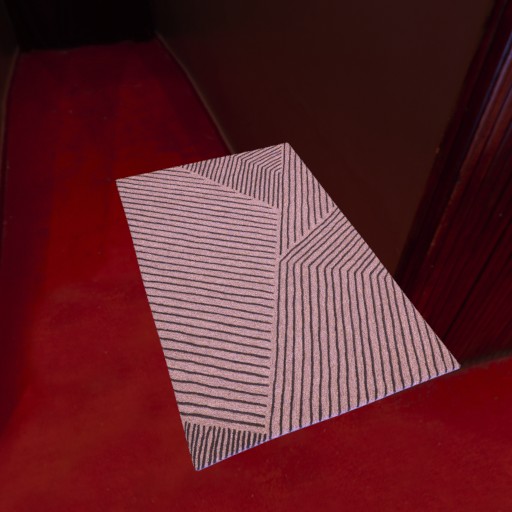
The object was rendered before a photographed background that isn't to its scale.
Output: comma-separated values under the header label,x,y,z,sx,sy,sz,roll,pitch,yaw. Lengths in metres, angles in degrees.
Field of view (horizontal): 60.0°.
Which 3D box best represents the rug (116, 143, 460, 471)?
label,x,y,z,sx,sy,sz,roll,pitch,yaw
rug,0.000,0.000,3.051,1.539,0.023,2.406,-16,49,-14
